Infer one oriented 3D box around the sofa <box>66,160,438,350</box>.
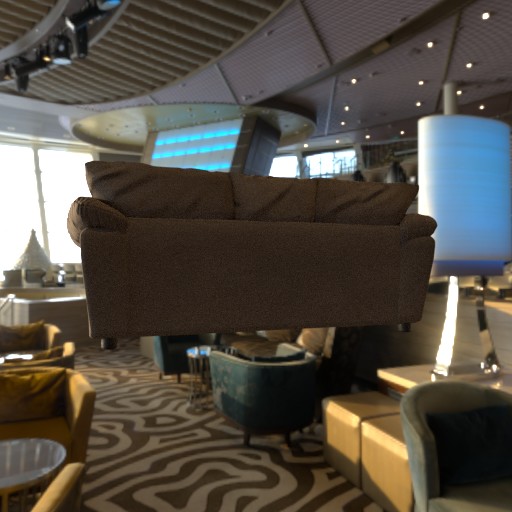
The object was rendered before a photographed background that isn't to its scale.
[{"bbox_3d":[0.000,0.000,3.012,2.390,1.043,0.927,0,-1,-18],"label":"sofa"}]
